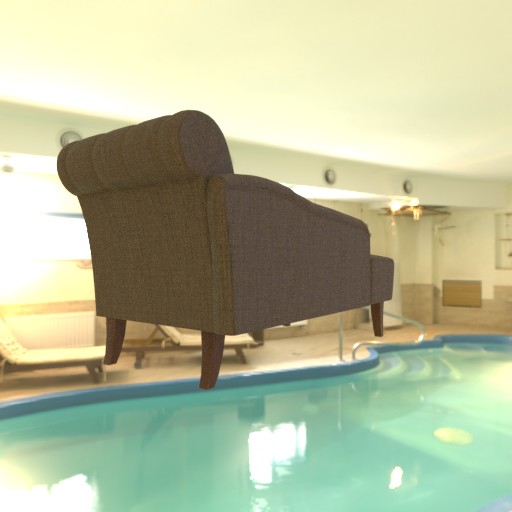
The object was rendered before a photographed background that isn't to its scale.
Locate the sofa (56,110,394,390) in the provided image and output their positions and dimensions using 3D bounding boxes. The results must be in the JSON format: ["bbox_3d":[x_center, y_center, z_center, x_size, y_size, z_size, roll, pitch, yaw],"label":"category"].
[{"bbox_3d":[0.000,0.000,1.815,0.675,0.787,1.379,0,0,37],"label":"sofa"}]
